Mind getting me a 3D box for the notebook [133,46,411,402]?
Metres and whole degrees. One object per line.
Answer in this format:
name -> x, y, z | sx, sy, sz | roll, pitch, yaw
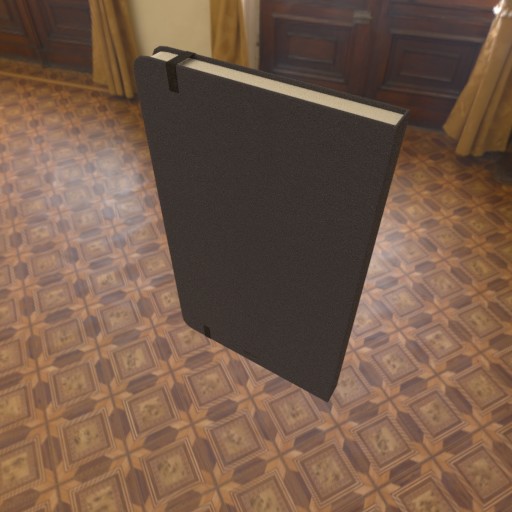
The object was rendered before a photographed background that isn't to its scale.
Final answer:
notebook -> 0.000, 0.000, 0.260 | 0.127, 0.213, 0.016 | 24, 50, 21
